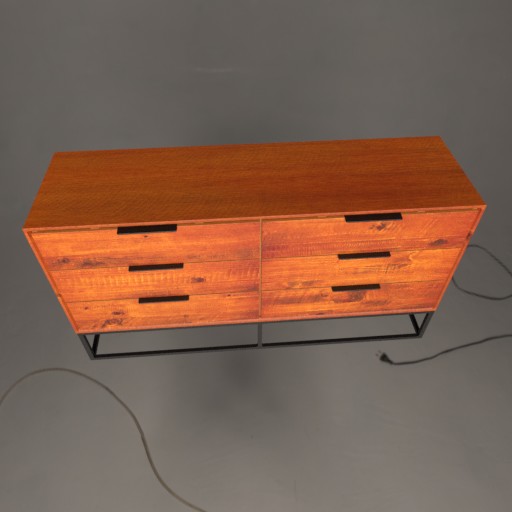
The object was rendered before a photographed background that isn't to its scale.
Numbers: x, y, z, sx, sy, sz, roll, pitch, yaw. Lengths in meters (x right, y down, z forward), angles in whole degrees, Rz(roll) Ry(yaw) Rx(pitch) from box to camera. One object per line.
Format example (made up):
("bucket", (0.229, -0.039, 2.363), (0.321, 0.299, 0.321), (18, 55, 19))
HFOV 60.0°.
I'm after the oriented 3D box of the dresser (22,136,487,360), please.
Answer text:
("dresser", (0.000, 0.000, 1.896), (1.536, 0.810, 0.464), (-3, 46, -3))
